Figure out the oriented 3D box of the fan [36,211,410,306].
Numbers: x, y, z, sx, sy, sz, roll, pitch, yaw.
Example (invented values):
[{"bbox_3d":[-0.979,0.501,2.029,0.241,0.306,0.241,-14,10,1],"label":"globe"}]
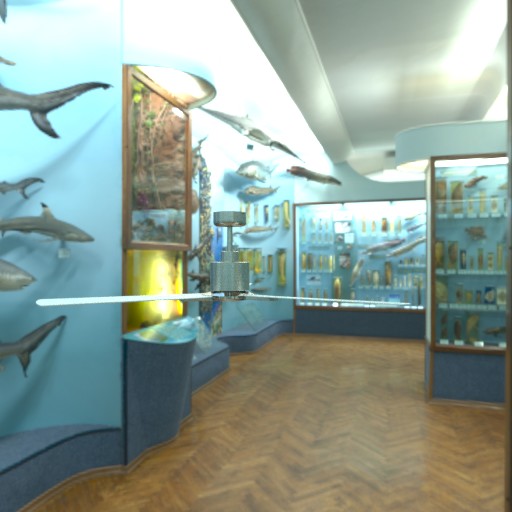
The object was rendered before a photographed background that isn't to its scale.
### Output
[{"bbox_3d":[0.000,0.000,2.331,1.531,0.446,1.561,0,0,19],"label":"fan"}]
